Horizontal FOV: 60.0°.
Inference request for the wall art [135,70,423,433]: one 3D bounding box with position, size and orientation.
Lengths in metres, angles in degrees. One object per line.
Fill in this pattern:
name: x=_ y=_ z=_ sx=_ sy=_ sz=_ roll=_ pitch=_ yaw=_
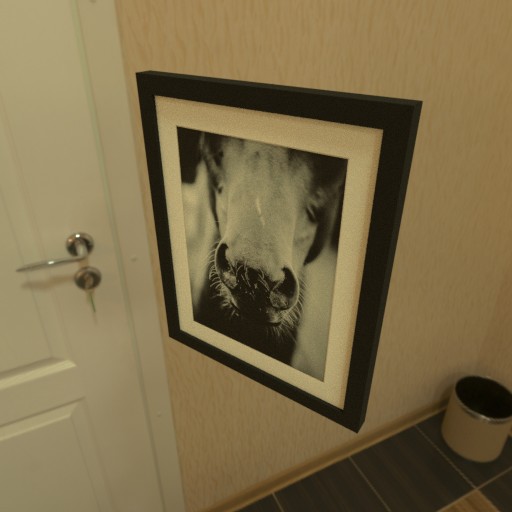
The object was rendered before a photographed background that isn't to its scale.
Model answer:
wall art: x=0.000 y=0.000 z=0.765 sx=0.457 sy=0.559 sz=0.033 roll=19 pitch=35 yaw=29
